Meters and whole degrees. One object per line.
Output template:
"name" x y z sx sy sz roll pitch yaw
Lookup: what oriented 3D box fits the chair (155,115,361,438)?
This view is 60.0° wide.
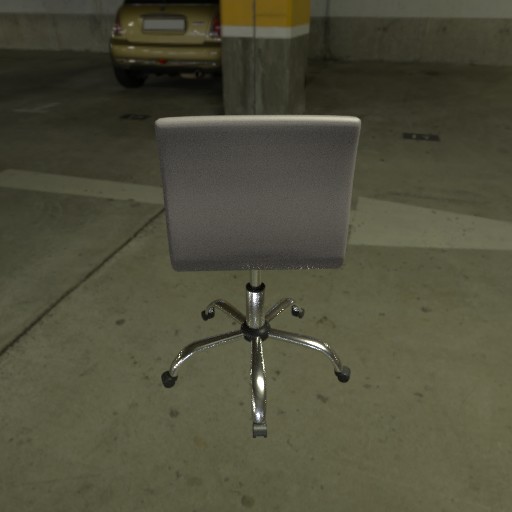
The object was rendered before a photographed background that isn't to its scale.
"chair" 0.000 0.000 1.157 0.556 0.780 0.530 -1 30 -2
